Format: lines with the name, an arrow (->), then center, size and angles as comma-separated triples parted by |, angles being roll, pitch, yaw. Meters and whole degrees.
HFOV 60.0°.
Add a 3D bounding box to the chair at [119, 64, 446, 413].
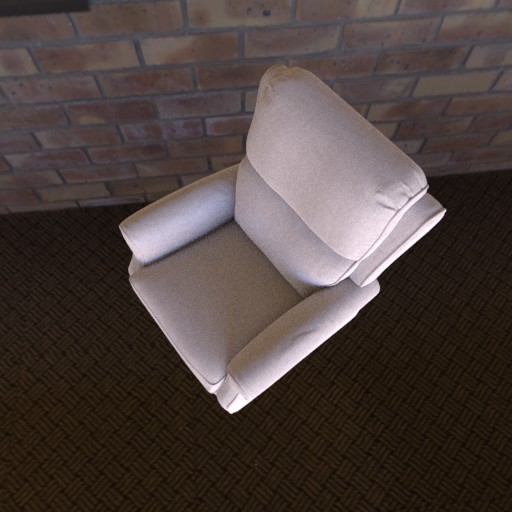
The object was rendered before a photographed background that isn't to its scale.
chair -> 0.000, 0.000, 1.767 | 0.919, 1.046, 0.859 | -35, 70, -15
